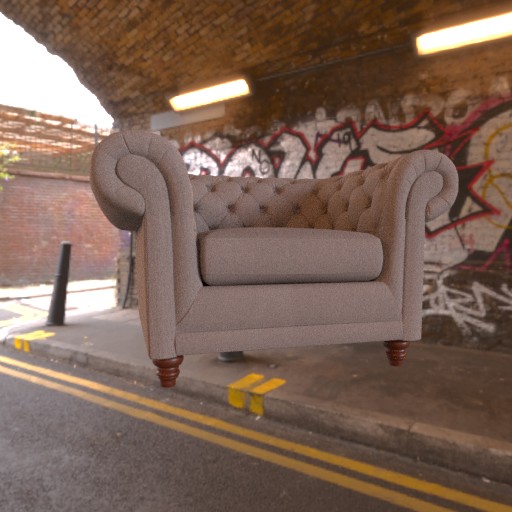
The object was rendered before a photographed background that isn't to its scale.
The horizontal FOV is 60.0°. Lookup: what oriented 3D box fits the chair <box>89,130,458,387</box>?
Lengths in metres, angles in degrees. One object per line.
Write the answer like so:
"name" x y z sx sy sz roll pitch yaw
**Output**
"chair" 0.000 0.000 1.865 1.270 0.770 0.976 0 2 -17
